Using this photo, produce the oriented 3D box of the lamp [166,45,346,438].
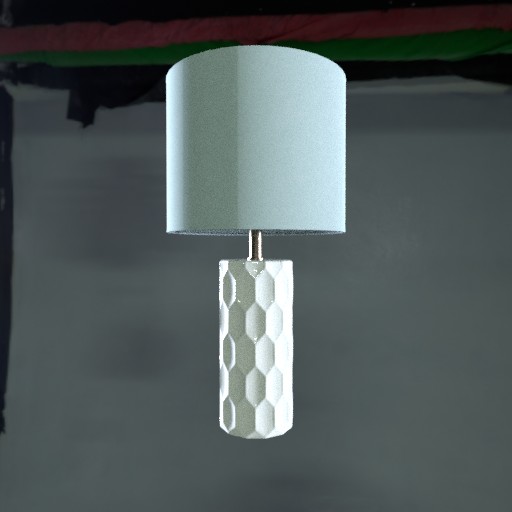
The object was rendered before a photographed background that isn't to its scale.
[{"bbox_3d":[0.000,0.000,0.699,0.277,0.534,0.277,0,1,1],"label":"lamp"}]
